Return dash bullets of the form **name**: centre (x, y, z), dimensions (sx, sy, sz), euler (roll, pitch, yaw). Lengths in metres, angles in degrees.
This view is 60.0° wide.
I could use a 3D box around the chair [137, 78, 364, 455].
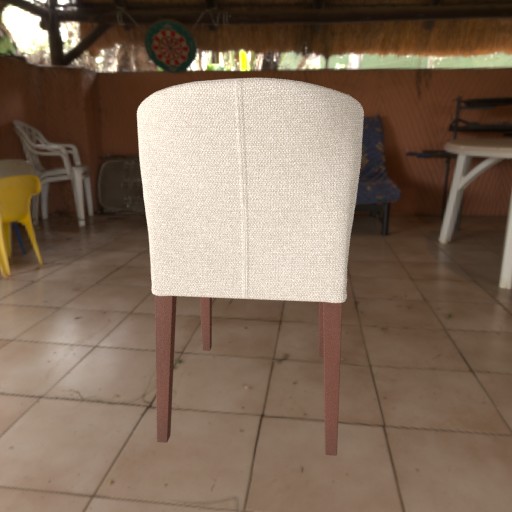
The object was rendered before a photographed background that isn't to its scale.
- **chair**: centre (0.000, 0.000, 1.200), dimensions (0.491, 0.839, 0.589), euler (2, 16, 6)
